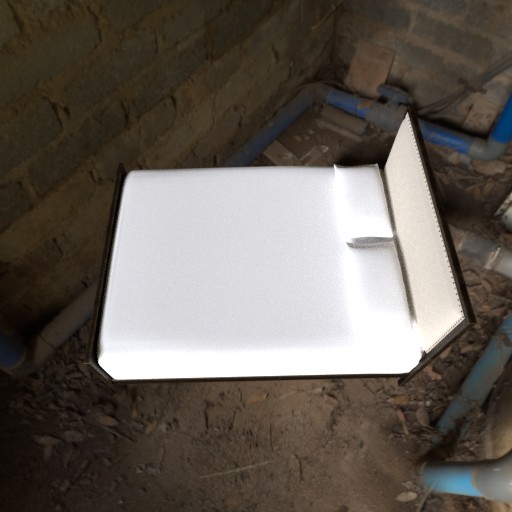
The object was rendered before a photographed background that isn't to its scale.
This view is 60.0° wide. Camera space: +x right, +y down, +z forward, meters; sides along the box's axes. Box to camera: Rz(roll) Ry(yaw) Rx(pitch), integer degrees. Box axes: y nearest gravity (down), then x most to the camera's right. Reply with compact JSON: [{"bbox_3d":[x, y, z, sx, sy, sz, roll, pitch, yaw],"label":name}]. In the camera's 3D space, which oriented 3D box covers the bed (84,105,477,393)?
[{"bbox_3d":[0.000,0.000,3.219,2.221,1.313,1.607,-1,60,-1],"label":"bed"}]
